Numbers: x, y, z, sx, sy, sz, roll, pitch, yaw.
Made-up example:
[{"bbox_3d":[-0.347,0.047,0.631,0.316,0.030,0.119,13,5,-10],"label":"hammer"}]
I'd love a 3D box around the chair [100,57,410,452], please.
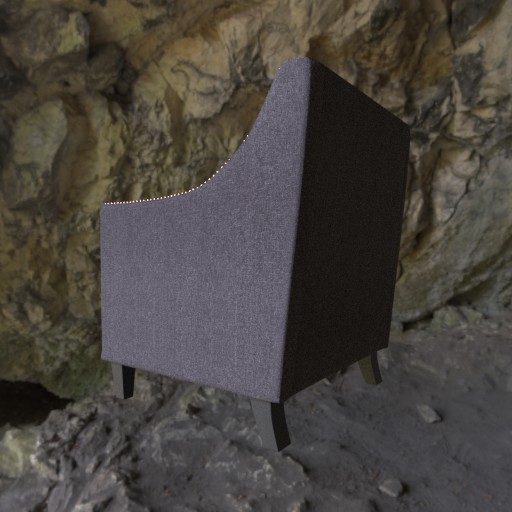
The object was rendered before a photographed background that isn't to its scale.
[{"bbox_3d":[0.000,0.000,1.591,0.884,0.967,0.776,1,1,36],"label":"chair"}]
